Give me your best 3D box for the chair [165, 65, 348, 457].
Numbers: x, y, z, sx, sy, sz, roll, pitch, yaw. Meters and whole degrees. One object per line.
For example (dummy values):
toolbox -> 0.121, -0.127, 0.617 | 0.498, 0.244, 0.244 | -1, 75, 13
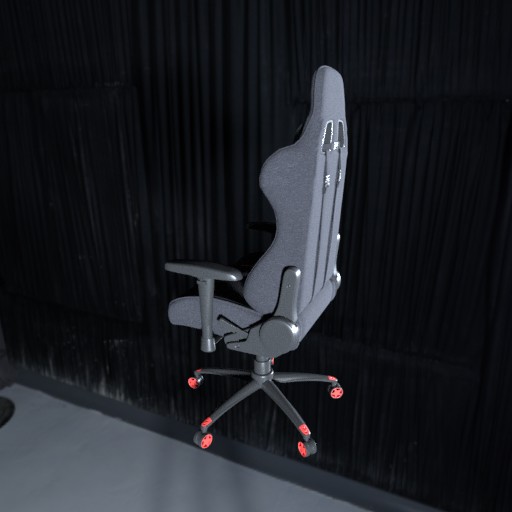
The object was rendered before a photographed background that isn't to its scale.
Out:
chair -> 0.000, 0.000, 1.705 | 0.658, 1.326, 0.695 | 8, 19, 23
